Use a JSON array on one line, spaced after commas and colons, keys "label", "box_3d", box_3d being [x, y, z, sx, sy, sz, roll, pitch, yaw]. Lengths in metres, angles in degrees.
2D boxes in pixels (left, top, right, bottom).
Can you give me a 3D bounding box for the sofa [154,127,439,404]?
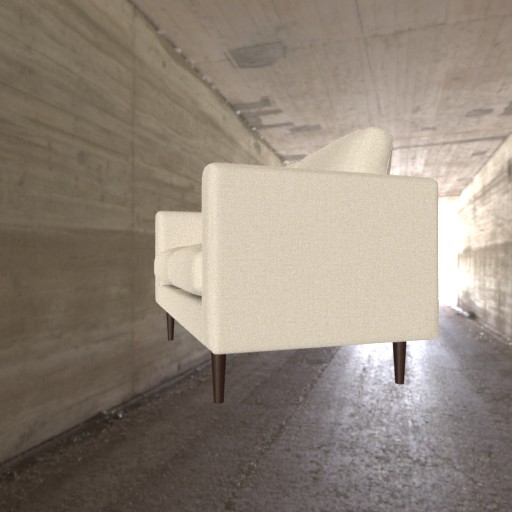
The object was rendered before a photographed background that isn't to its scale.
[{"label": "sofa", "box_3d": [0.000, 0.000, 1.981, 0.796, 0.908, 1.430, 0, 0, -18]}]
